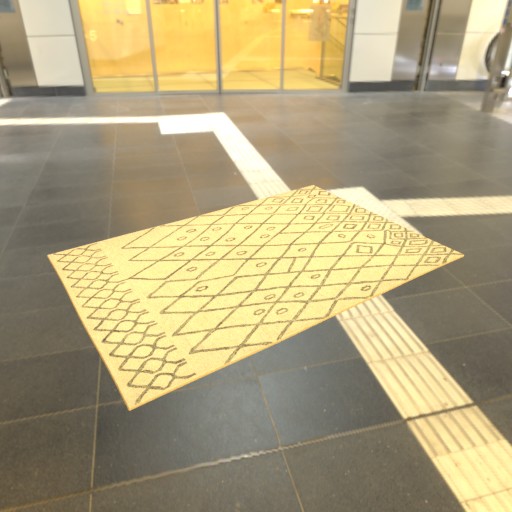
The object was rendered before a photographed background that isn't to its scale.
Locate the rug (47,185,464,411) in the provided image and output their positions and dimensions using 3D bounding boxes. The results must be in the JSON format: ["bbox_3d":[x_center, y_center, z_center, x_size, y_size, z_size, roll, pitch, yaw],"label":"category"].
[{"bbox_3d":[0.000,0.000,2.333,1.828,0.015,1.222,-19,35,-29],"label":"rug"}]
